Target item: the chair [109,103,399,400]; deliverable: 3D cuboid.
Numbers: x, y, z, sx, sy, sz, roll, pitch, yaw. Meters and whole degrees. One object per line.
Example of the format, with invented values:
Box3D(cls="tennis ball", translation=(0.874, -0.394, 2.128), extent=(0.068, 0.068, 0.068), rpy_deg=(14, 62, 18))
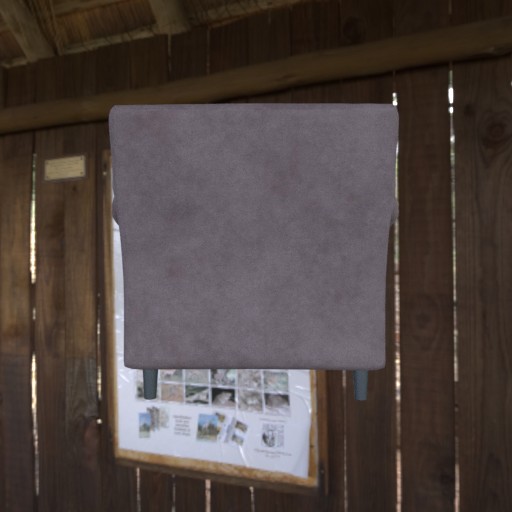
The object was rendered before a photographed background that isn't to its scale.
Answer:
Box3D(cls="chair", translation=(0.000, 0.000, 1.845), extent=(0.955, 0.997, 1.070), rpy_deg=(0, -1, 1))
